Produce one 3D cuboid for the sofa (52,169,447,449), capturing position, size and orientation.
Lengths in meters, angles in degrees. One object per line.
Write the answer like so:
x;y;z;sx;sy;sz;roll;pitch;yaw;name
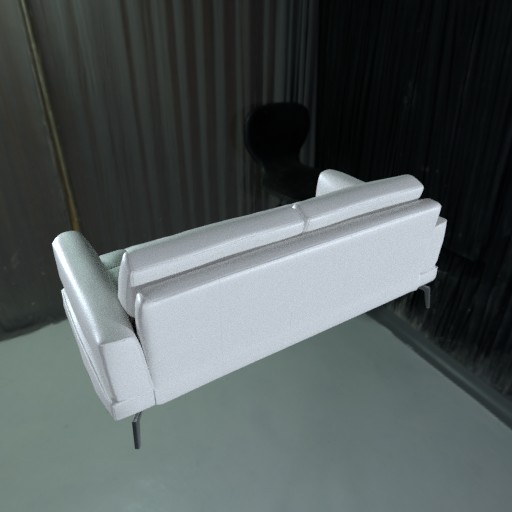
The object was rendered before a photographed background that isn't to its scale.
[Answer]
0.000;0.000;2.683;2.177;0.930;1.121;-18;35;-27;sofa
